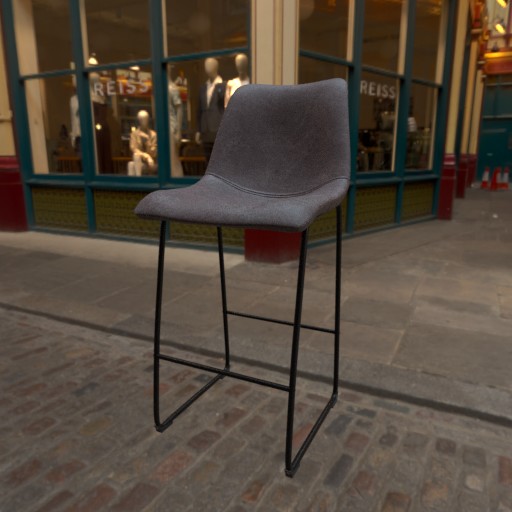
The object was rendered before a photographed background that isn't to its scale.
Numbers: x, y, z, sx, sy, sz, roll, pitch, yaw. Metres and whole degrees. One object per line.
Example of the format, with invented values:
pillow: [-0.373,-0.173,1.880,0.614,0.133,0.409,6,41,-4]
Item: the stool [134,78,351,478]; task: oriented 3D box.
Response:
stool: [0.000,0.000,1.378,0.514,1.082,0.561,7,15,26]
